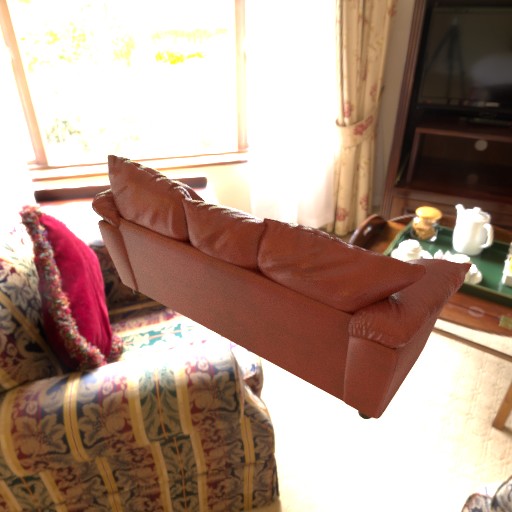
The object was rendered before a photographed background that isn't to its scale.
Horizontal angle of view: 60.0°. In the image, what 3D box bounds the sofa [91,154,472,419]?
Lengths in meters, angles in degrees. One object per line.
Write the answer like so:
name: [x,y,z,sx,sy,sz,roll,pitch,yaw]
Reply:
sofa: [0.000,0.000,2.894,2.390,1.091,0.907,21,37,31]
